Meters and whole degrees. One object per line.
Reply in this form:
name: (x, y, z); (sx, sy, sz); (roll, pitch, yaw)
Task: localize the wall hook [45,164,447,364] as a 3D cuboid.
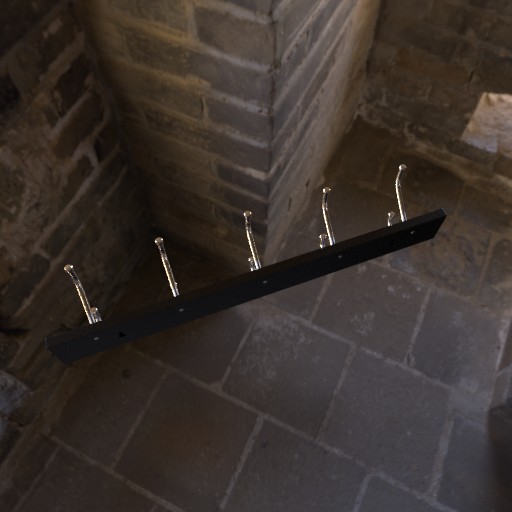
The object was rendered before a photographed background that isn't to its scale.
wall hook: (0.000, 0.000, 0.612); (0.571, 0.117, 0.071); (-18, 60, -11)
